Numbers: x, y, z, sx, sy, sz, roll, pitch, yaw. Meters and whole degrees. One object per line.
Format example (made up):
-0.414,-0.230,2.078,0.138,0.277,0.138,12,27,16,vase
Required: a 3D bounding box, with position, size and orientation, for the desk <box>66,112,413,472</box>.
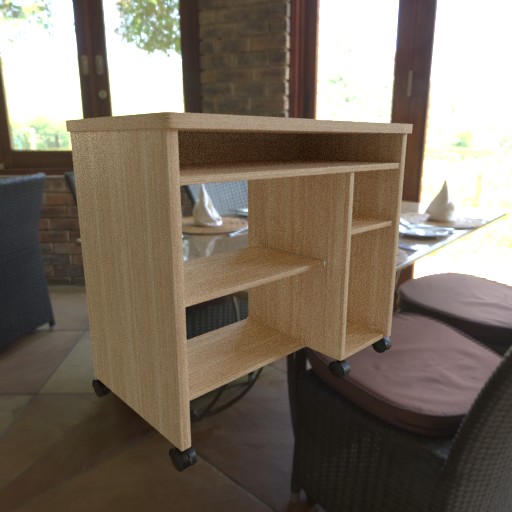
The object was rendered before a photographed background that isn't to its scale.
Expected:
0.000,0.000,1.335,0.884,0.770,0.480,-13,20,-42,desk
